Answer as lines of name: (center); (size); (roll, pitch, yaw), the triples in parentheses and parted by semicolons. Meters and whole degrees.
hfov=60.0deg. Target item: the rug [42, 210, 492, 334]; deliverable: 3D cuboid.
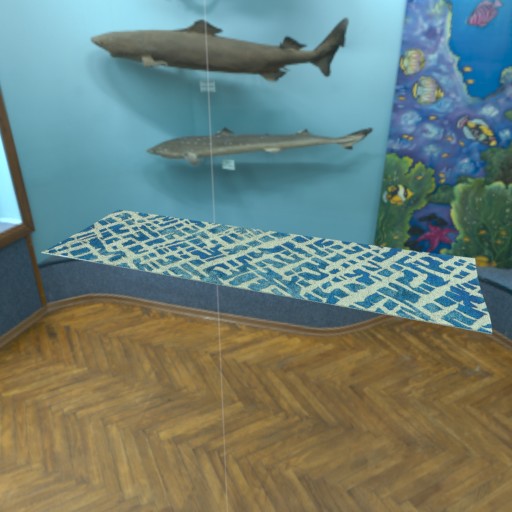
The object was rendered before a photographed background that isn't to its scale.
rug: (0.000, 0.000, 2.607); (2.446, 0.011, 0.768); (9, 28, 17)
